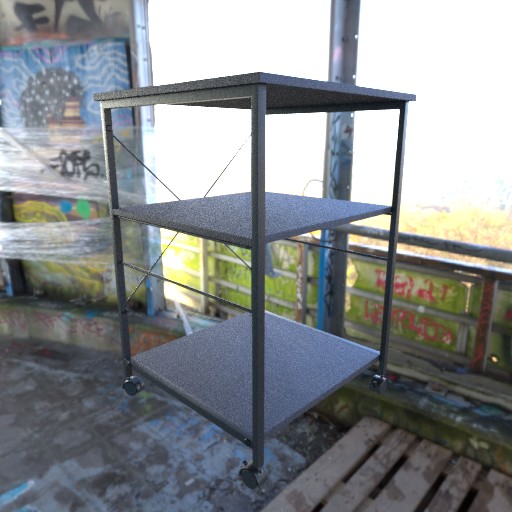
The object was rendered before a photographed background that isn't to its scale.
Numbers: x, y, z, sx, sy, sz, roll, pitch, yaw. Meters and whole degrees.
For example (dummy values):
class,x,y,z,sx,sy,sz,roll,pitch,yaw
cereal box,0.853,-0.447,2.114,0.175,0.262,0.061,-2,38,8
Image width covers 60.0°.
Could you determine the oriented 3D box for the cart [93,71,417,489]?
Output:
class,x,y,z,sx,sy,sz,roll,pitch,yaw
cart,0.000,0.000,1.105,0.520,0.762,0.521,14,21,42
